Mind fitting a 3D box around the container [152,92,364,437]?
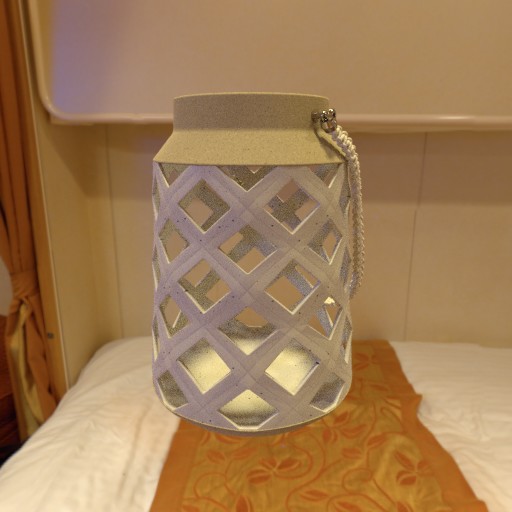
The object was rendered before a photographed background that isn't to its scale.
[{"bbox_3d":[0.000,0.000,0.397,0.198,0.264,0.188,-14,20,-42],"label":"container"}]
